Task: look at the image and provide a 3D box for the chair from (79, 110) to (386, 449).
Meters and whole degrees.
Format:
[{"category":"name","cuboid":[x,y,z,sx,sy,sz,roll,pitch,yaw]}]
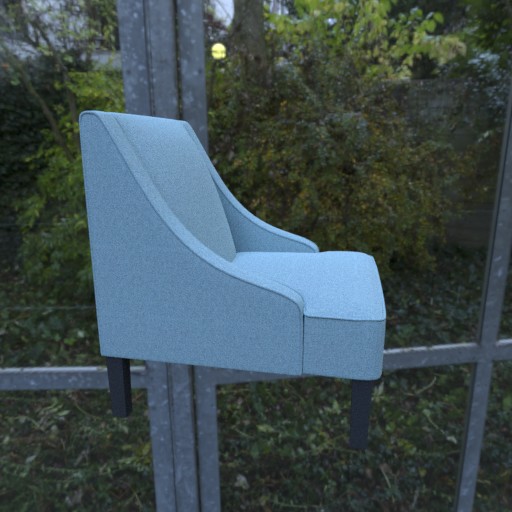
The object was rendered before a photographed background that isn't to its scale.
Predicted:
[{"category":"chair","cuboid":[0.000,0.000,1.871,1.025,1.133,0.857,3,15,11]}]
